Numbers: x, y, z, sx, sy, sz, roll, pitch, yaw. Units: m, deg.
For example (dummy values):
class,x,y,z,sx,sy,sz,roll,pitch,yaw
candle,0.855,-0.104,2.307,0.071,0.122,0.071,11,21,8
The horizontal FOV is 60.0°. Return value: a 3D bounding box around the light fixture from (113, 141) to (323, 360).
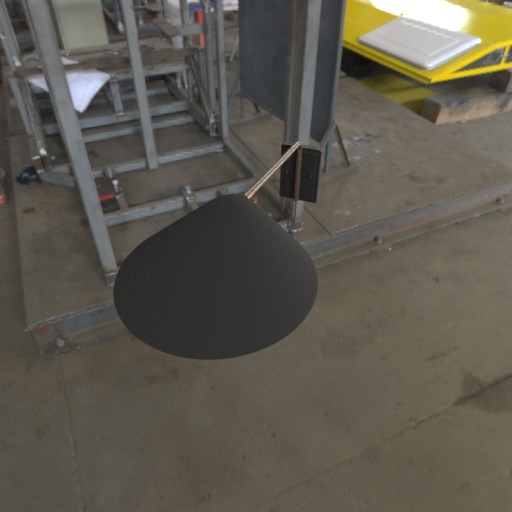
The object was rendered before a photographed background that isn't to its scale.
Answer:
class,x,y,z,sx,sy,sz,roll,pitch,yaw
light fixture,0.000,0.000,0.680,0.240,0.312,0.516,13,43,15
